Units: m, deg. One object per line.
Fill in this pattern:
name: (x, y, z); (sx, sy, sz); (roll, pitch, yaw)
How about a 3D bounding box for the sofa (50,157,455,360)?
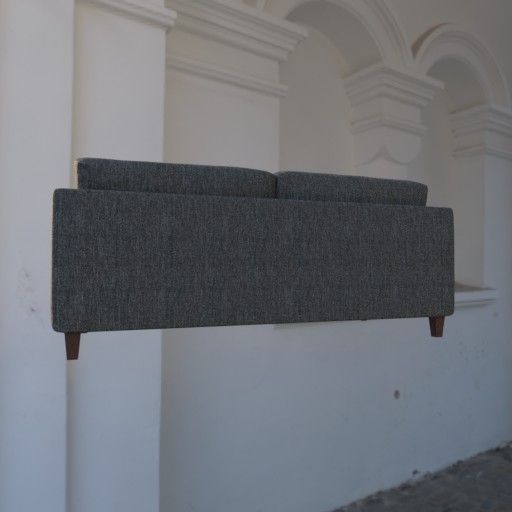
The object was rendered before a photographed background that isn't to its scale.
sofa: (0.000, 0.000, 2.716); (2.208, 0.960, 0.948); (0, -1, -18)
